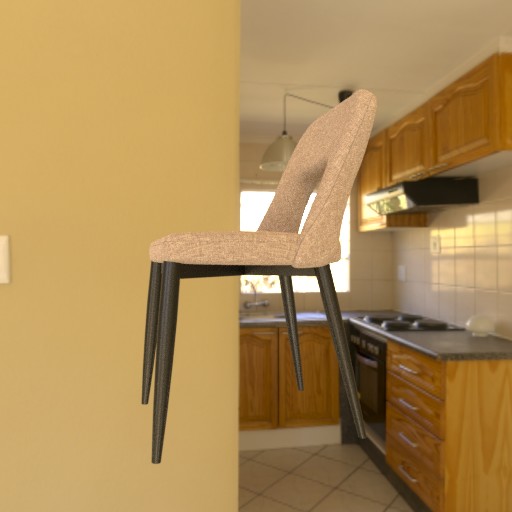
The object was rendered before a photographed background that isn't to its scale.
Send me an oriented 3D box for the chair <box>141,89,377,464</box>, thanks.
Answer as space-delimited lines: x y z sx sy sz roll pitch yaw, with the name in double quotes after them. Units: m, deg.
0.000 0.000 1.266 0.612 0.931 0.470 0 0 -17 "chair"
